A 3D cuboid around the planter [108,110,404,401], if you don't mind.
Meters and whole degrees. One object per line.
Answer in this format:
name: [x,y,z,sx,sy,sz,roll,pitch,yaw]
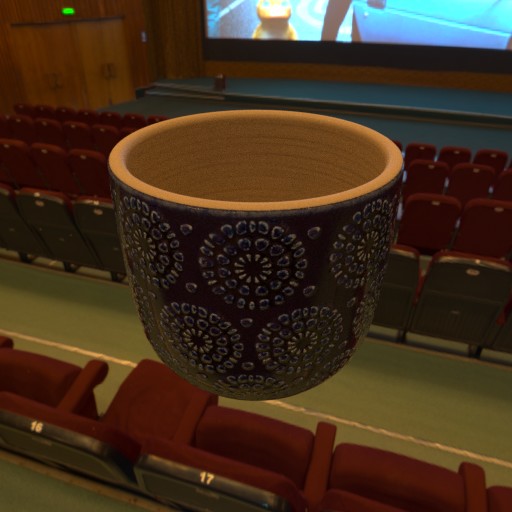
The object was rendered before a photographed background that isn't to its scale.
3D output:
planter: [0.000,0.000,0.292,0.165,0.149,0.165,0,32,0]
